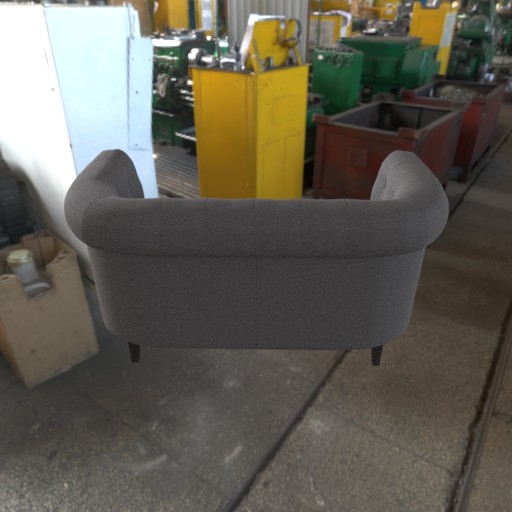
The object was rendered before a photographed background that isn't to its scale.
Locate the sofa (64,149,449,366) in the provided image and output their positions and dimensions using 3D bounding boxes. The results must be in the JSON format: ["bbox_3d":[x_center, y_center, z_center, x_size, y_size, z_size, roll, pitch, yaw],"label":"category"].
[{"bbox_3d":[0.000,0.000,2.032,1.558,0.827,0.835,1,30,1],"label":"sofa"}]
